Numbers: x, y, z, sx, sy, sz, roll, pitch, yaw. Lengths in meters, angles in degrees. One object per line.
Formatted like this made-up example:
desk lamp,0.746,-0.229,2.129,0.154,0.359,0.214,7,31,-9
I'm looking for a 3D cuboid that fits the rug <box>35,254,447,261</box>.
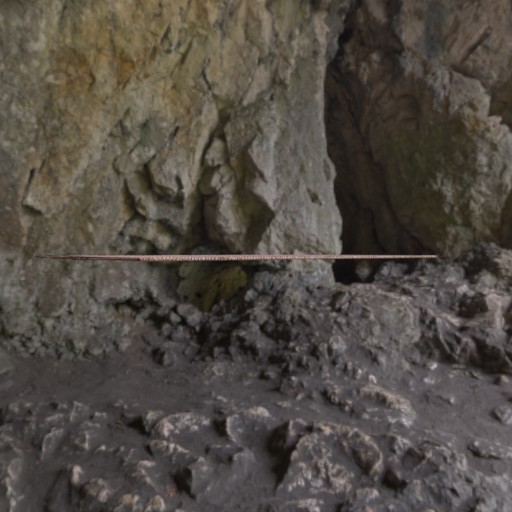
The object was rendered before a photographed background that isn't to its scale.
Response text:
rug,0.000,0.000,2.047,1.718,0.017,0.905,0,1,-36
